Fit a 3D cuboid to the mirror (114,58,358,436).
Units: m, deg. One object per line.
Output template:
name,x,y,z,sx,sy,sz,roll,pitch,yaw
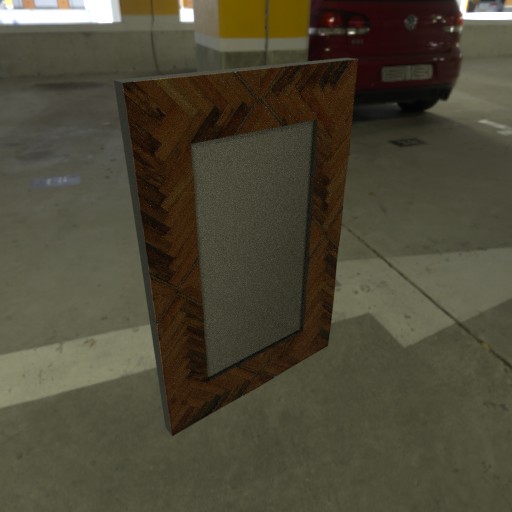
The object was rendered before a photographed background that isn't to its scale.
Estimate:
mirror,0.000,0.000,1.160,0.606,0.912,0.044,-21,36,-32
